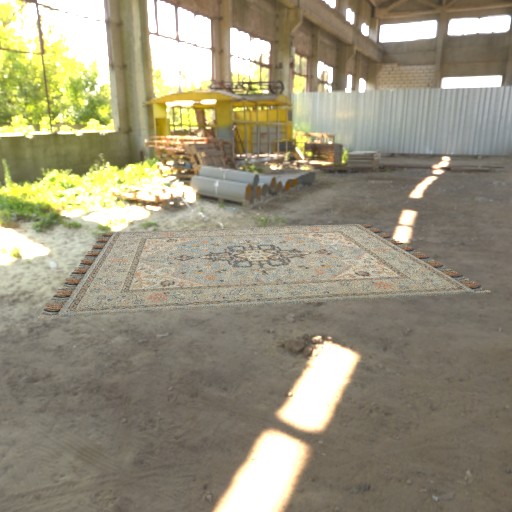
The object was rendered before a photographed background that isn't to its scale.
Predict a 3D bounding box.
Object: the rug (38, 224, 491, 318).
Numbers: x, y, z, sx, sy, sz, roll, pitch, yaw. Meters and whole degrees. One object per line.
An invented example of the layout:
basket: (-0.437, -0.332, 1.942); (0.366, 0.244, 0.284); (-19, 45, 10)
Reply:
rug: (0.000, 0.000, 2.257); (1.730, 0.009, 1.278); (-2, 17, -8)
